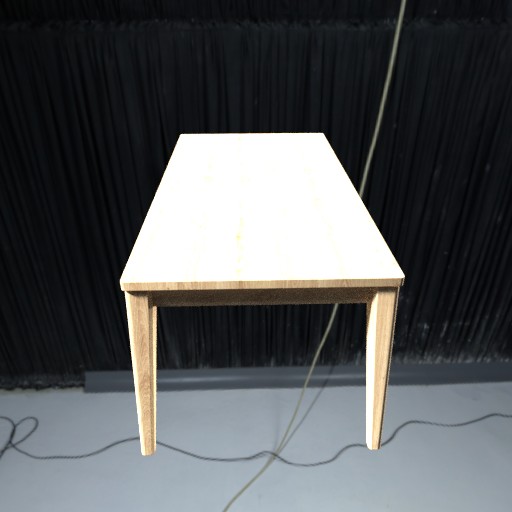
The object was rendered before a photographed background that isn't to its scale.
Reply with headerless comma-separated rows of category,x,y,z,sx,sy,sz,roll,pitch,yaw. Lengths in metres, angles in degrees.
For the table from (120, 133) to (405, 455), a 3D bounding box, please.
table,0.000,0.000,2.152,0.900,0.760,1.600,-1,31,-1
